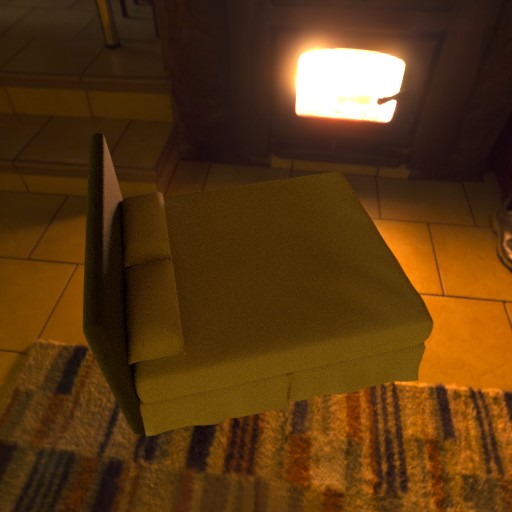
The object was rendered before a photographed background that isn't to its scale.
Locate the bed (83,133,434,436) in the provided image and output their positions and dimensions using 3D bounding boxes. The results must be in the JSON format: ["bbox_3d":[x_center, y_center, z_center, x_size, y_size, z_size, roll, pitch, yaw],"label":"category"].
[{"bbox_3d":[0.000,0.000,3.325,2.142,1.330,1.884,-10,47,-9],"label":"bed"}]
